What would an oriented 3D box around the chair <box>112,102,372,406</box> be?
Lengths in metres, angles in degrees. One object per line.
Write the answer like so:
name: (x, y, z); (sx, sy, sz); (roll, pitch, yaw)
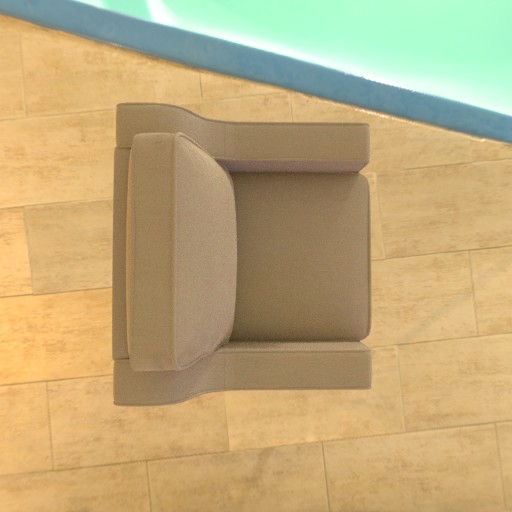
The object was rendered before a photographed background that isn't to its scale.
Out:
chair: (0.000, 0.000, 1.645); (0.882, 0.948, 0.922); (0, 88, -1)
